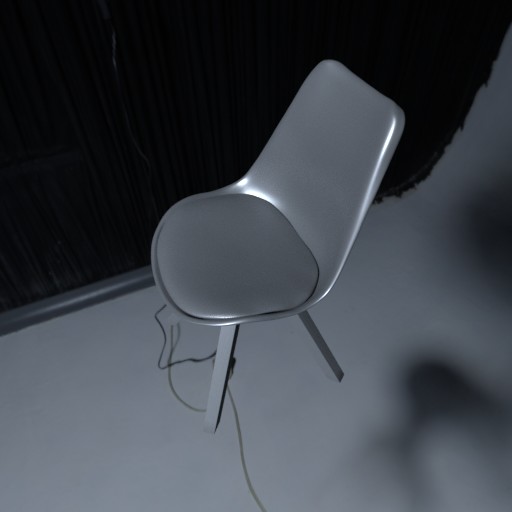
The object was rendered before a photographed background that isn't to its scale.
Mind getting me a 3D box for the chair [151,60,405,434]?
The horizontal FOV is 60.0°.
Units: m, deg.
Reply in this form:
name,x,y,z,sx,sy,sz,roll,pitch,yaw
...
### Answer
name,x,y,z,sx,sy,sz,roll,pitch,yaw
chair,0.000,0.000,1.159,0.530,0.850,0.485,-17,48,-16
